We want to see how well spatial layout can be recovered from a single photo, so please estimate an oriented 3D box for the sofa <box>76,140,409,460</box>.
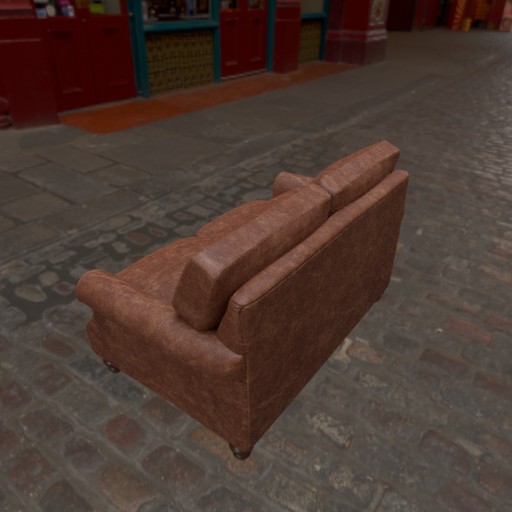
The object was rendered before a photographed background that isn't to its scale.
[{"bbox_3d":[0.000,0.000,2.249,0.990,0.967,1.616,21,37,31],"label":"sofa"}]
